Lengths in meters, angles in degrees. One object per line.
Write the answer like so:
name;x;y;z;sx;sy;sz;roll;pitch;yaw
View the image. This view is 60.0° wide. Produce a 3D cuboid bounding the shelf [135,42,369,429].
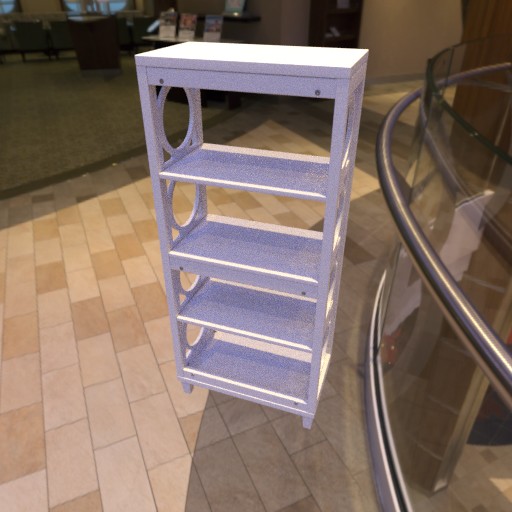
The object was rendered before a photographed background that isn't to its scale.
shelf;0.000;0.000;1.675;0.611;1.411;0.340;11;33;16
